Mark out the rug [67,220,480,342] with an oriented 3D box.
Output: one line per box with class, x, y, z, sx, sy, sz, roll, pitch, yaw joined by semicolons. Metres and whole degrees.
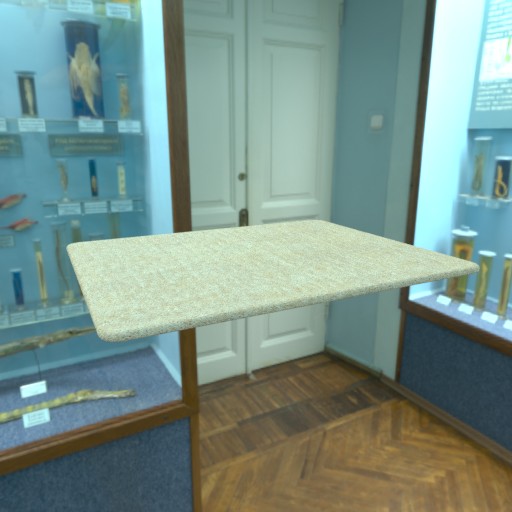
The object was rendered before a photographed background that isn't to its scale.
rug;0.000;0.000;3.361;2.528;0.048;2.009;-7;17;-26
